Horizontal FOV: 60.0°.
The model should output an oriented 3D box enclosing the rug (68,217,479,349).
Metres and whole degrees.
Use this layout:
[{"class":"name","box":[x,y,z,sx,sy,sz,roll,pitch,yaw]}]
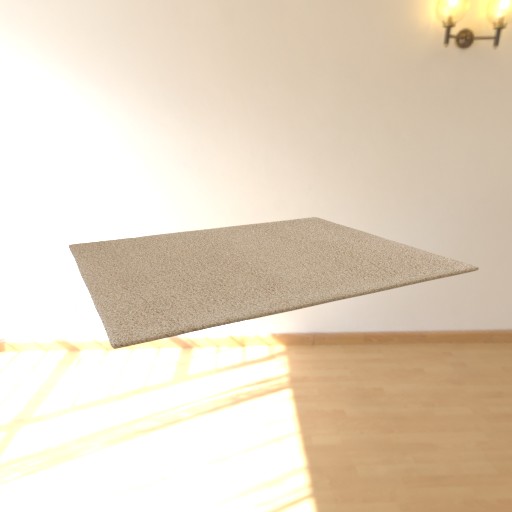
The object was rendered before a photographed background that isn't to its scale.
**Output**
[{"class":"rug","box":[0.000,0.000,4.142,3.047,0.029,2.438,-8,18,-26]}]
